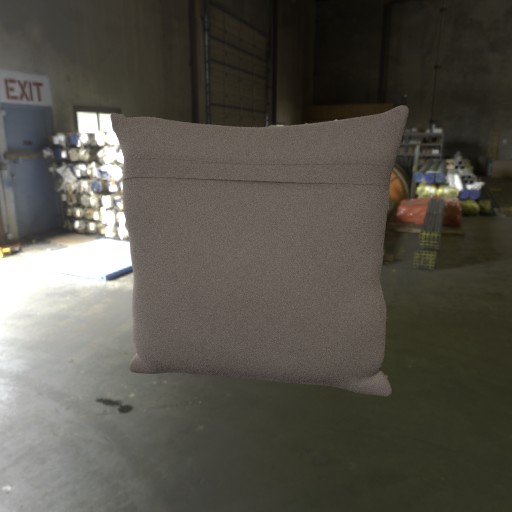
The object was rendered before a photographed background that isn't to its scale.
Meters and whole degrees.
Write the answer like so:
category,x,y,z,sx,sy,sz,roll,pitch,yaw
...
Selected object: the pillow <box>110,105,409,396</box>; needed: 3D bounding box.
category,x,y,z,sx,sy,sz,roll,pitch,yaw
pillow,0.000,0.000,0.688,0.439,0.440,0.185,2,16,8
